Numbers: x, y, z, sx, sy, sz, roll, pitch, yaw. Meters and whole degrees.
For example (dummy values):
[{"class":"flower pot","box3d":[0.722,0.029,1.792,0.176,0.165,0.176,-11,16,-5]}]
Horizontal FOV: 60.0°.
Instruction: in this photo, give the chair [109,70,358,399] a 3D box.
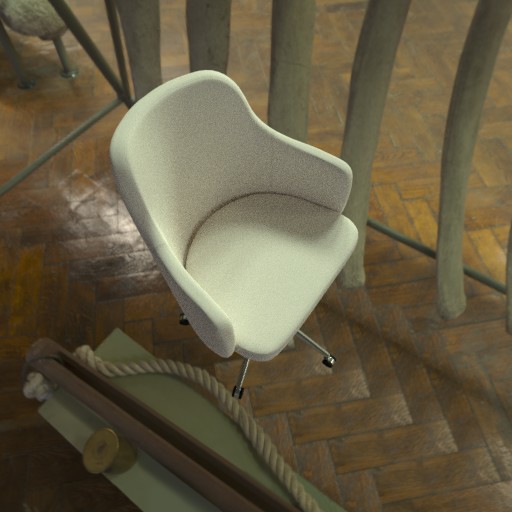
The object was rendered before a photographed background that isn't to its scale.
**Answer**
[{"class":"chair","box3d":[0.000,0.000,1.277,0.647,0.819,0.602,31,63,18]}]
